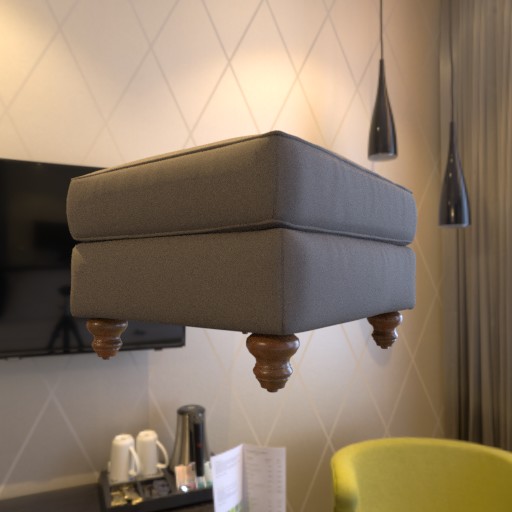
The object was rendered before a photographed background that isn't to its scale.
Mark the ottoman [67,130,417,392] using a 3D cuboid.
[{"bbox_3d":[0.000,0.000,1.159,0.662,0.505,0.721,-2,-3,37],"label":"ottoman"}]
